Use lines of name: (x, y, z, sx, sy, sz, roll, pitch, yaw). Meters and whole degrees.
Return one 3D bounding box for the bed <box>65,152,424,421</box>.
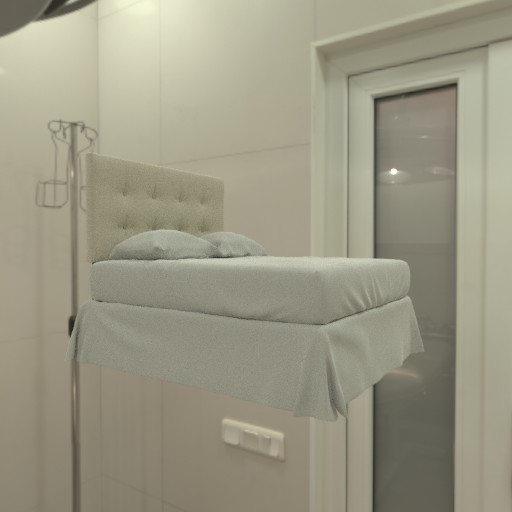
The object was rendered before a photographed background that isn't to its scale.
bed: (0.000, 0.000, 3.486, 2.222, 1.577, 1.936, 1, 2, 34)
